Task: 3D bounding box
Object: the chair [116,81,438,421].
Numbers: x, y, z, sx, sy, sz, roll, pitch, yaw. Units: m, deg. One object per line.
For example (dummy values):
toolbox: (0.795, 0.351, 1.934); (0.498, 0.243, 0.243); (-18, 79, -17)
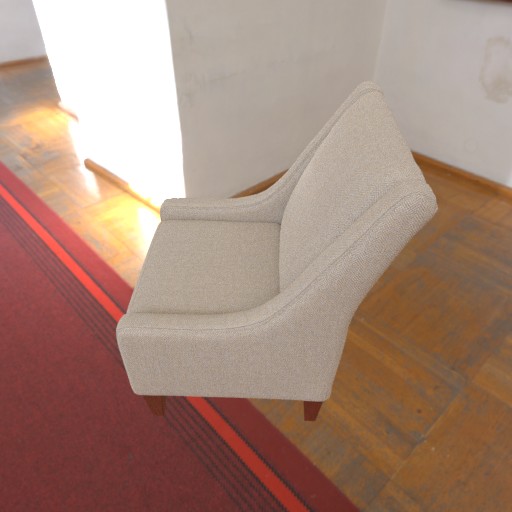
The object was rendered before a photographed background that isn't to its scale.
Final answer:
chair: (0.000, 0.000, 1.607); (0.870, 1.014, 0.774); (1, 40, 2)
